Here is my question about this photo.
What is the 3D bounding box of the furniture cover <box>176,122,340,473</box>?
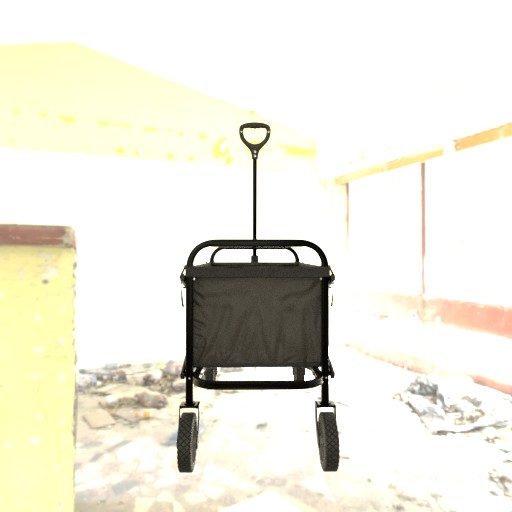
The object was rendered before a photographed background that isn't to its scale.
[{"bbox_3d":[0.000,0.000,1.783,0.532,1.295,1.038,0,0,-1],"label":"furniture cover"}]
